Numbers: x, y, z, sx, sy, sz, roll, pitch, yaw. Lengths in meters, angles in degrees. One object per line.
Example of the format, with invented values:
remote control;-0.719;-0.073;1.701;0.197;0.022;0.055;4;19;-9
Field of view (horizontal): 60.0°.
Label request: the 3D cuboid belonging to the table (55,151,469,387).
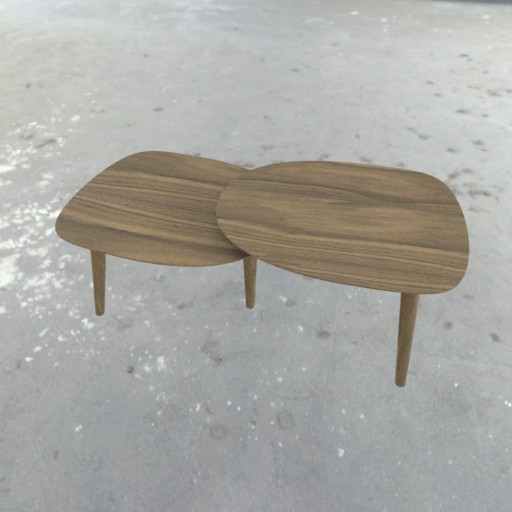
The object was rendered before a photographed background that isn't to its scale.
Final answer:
table;0.000;0.000;1.343;1.084;0.429;0.527;11;43;12
